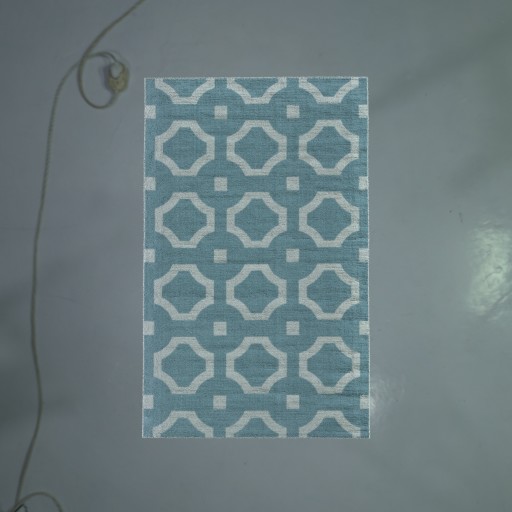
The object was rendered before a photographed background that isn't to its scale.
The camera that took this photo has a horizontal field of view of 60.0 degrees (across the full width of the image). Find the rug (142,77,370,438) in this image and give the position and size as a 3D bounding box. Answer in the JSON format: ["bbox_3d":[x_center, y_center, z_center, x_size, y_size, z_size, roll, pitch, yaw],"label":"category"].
[{"bbox_3d":[0.000,0.000,3.000,1.528,0.015,2.443,0,89,1],"label":"rug"}]
